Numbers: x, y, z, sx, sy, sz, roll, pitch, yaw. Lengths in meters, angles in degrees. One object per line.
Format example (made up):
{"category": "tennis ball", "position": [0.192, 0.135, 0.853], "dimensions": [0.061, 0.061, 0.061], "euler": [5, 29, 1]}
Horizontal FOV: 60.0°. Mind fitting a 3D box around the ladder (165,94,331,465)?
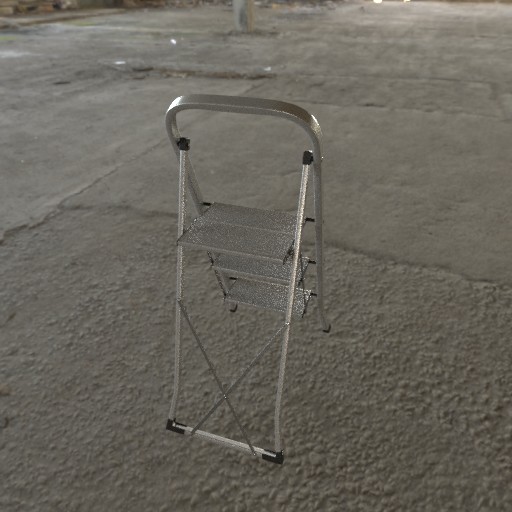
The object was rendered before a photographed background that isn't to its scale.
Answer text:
{"category": "ladder", "position": [0.000, 0.000, 1.454], "dimensions": [0.465, 1.070, 0.704], "euler": [10, 34, 16]}
